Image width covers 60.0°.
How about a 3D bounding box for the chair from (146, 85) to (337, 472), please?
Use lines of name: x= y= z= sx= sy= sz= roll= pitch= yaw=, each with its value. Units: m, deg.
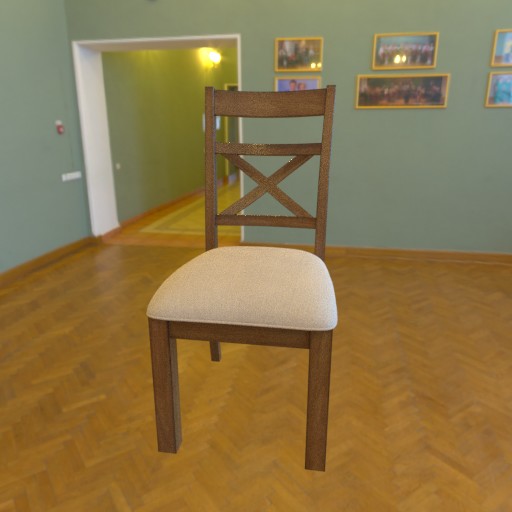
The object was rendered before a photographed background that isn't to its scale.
chair: x=0.000 y=0.000 z=1.268 sx=0.461 sy=0.949 sz=0.581 roll=3 pitch=17 yaw=9
